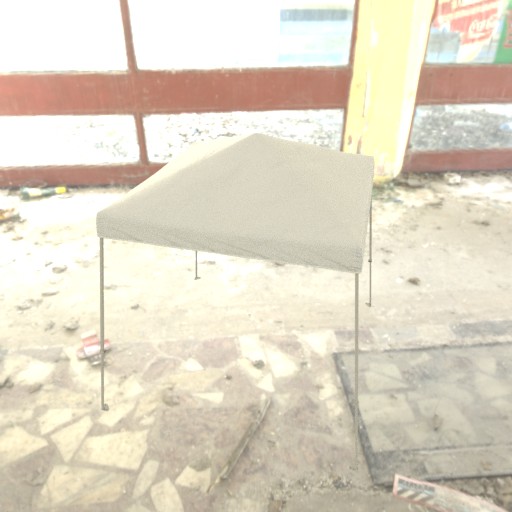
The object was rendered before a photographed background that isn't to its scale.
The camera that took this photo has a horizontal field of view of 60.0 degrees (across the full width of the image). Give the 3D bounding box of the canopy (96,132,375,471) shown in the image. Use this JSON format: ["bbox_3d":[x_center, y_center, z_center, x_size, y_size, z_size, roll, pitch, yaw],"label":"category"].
[{"bbox_3d":[0.000,0.000,6.493,3.599,3.600,3.600,8,31,13],"label":"canopy"}]
